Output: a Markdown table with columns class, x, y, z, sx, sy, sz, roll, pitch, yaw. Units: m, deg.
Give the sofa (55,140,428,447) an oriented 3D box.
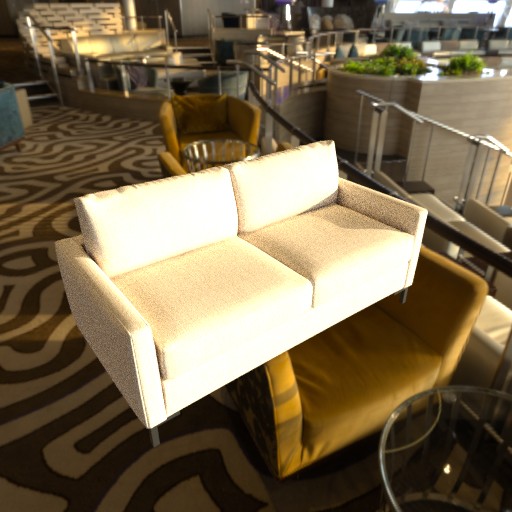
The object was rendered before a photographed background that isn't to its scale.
| class | x | y | z | sx | sy | sz | roll | pitch | yaw |
| --- | --- | --- | --- | --- | --- | --- | --- | --- | --- |
| sofa | 0.000 | 0.000 | 2.184 | 1.651 | 0.812 | 0.839 | -21 | 36 | -32 |
